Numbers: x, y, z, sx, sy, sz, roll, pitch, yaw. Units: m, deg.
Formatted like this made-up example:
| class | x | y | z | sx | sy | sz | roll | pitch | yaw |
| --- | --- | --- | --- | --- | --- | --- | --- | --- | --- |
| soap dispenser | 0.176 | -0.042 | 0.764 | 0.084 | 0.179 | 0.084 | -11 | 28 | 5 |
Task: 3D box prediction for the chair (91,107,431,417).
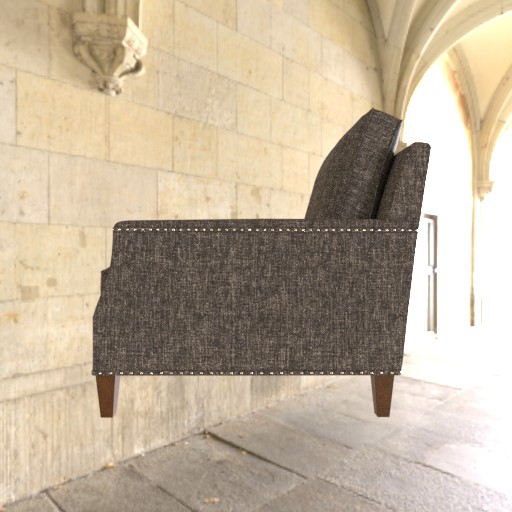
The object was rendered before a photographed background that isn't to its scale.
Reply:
| class | x | y | z | sx | sy | sz | roll | pitch | yaw |
| --- | --- | --- | --- | --- | --- | --- | --- | --- | --- |
| chair | 0.000 | 0.000 | 1.697 | 1.014 | 0.943 | 0.853 | 0 | 0 | 0 |
